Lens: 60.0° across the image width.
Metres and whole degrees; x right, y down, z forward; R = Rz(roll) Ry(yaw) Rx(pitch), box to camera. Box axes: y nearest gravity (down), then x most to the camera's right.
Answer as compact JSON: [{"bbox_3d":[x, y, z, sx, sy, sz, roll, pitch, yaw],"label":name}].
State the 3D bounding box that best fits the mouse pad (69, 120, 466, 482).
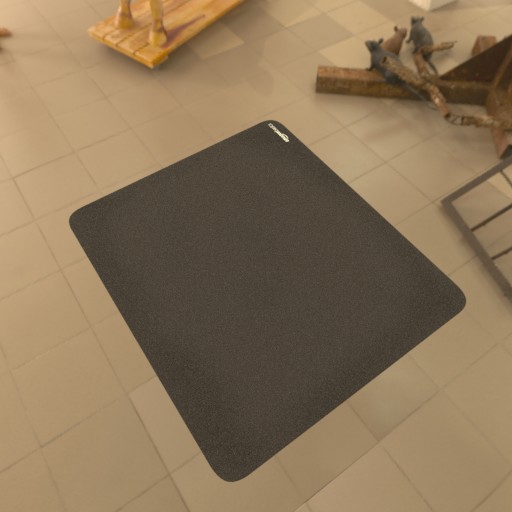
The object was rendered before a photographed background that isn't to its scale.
[{"bbox_3d":[0.000,0.000,0.629,0.393,0.002,0.451,-30,62,-18],"label":"mouse pad"}]
